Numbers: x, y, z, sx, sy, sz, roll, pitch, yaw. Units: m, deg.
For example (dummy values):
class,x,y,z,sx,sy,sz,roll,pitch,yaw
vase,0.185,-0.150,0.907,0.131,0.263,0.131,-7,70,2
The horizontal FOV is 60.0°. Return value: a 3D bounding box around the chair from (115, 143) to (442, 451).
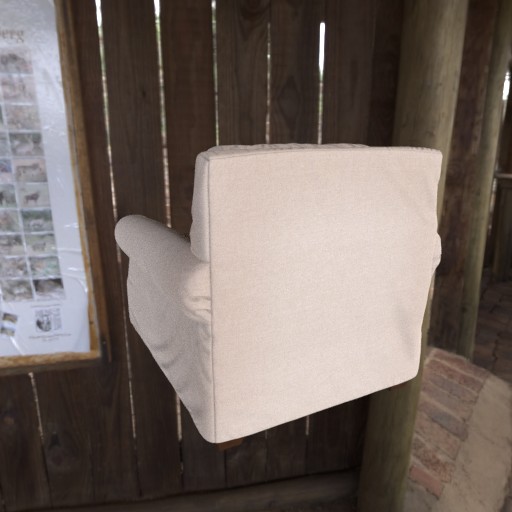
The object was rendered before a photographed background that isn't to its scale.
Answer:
class,x,y,z,sx,sy,sz,roll,pitch,yaw
chair,0.000,0.000,1.742,0.940,0.866,1.066,-8,17,-27
